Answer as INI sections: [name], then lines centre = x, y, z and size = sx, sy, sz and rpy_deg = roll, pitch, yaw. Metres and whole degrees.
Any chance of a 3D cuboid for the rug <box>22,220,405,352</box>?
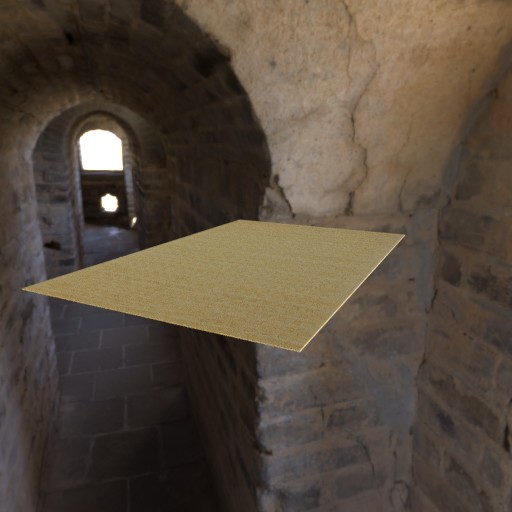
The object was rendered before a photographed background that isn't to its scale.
[rug]
centre = 0.000, 0.000, 2.917
size = 1.524, 0.006, 2.286
rpy_deg = 7, 16, 26
